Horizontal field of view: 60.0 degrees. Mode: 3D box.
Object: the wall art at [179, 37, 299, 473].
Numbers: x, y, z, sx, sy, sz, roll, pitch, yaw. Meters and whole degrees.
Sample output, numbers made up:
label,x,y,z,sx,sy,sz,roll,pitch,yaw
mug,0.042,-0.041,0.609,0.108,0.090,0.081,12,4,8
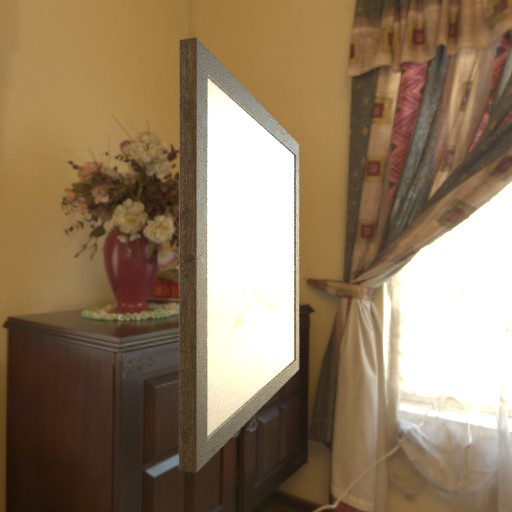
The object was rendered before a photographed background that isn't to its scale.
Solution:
label,x,y,z,sx,sy,sz,roll,pitch,yaw
wall art,0.000,0.000,0.688,0.027,0.459,0.462,0,0,19
